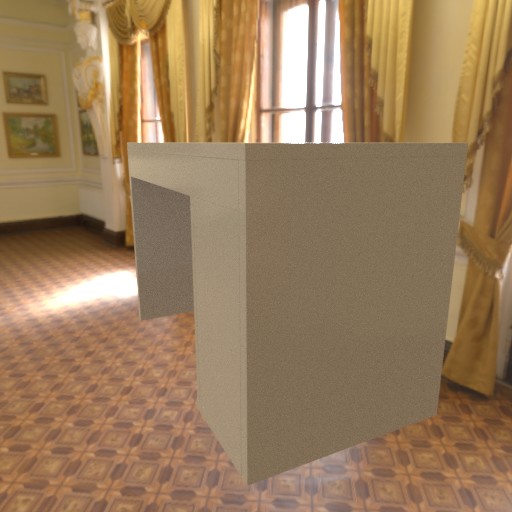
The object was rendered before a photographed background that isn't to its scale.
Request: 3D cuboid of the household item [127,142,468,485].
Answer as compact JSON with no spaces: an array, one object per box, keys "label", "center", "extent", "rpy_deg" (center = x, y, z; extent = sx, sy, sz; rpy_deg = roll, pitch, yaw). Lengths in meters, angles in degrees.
[{"label":"household item","center":[0.000,0.000,1.511],"extent":[0.597,0.749,1.100],"rpy_deg":[-7,16,-26]}]
